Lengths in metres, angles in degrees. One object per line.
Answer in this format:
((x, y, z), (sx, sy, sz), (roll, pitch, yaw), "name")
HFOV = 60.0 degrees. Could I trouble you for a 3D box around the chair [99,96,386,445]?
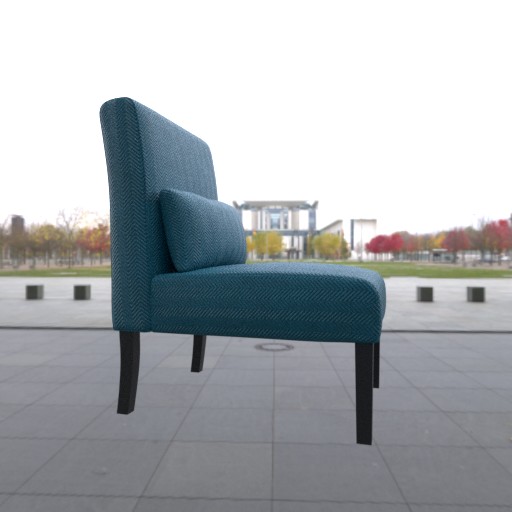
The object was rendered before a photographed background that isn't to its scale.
((0.000, 0.000, 1.449), (0.808, 0.927, 0.579), (0, 0, 18), "chair")
